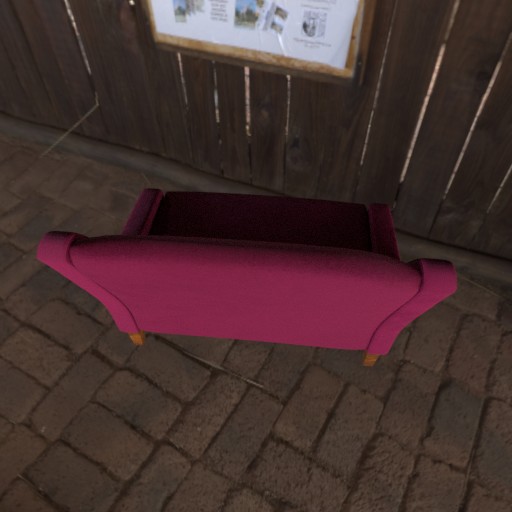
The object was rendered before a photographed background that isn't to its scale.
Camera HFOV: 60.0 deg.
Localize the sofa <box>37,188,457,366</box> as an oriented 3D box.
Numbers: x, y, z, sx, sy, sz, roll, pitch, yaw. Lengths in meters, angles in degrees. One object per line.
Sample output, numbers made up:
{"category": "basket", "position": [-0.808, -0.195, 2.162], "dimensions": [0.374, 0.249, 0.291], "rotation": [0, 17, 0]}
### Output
{"category": "sofa", "position": [0.000, 0.000, 1.930], "dimensions": [1.242, 0.976, 0.946], "rotation": [4, 49, 4]}
